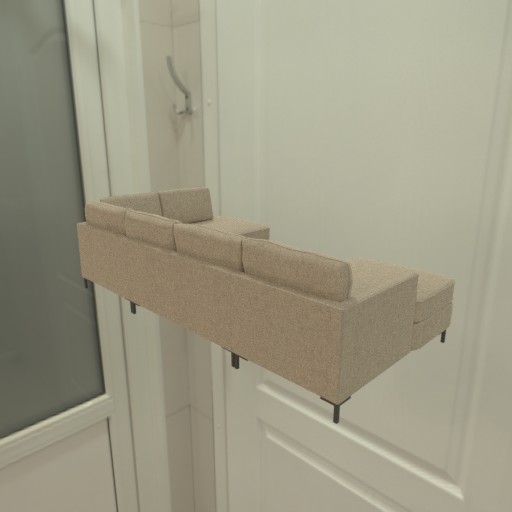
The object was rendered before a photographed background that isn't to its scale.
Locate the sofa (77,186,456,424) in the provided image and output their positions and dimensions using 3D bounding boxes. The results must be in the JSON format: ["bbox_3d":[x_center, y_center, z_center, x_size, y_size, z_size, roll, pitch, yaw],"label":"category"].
[{"bbox_3d":[0.000,0.000,4.287,3.423,0.996,2.021,15,22,43],"label":"sofa"}]
